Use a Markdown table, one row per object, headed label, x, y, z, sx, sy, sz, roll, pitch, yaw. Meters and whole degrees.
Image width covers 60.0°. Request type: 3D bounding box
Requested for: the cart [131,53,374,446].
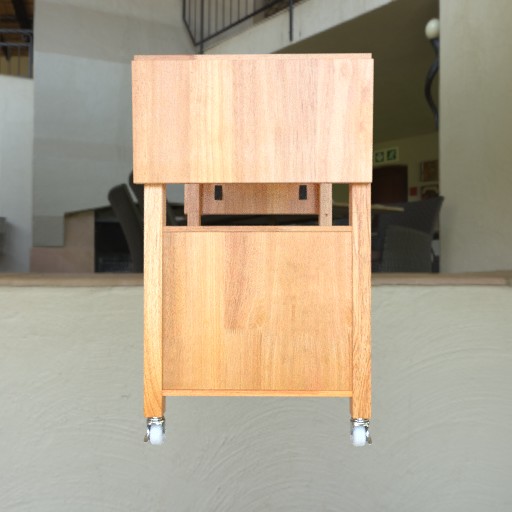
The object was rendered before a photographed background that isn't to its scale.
| label | x | y | z | sx | sy | sz | roll | pitch | yaw |
| --- | --- | --- | --- | --- | --- | --- | --- | --- | --- |
| cart | 0.000 | 0.000 | 1.225 | 0.508 | 0.838 | 0.640 | 0 | -1 | 1 |
